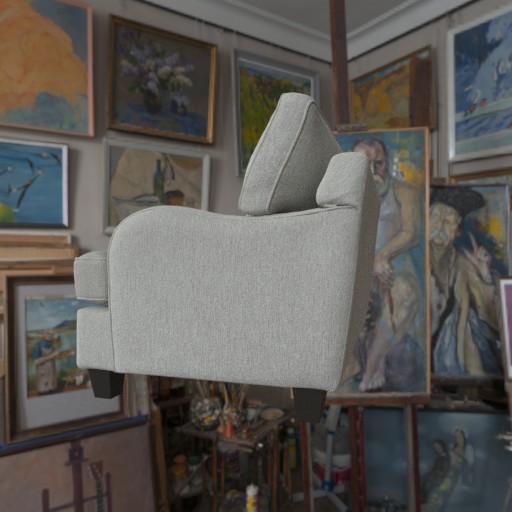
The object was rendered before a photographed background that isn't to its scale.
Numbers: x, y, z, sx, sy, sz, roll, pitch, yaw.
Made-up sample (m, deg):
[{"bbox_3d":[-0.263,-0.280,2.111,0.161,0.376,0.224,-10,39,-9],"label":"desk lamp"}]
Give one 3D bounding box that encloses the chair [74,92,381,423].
[{"bbox_3d":[0.000,0.000,1.983,1.041,1.016,1.220,0,1,17],"label":"chair"}]
